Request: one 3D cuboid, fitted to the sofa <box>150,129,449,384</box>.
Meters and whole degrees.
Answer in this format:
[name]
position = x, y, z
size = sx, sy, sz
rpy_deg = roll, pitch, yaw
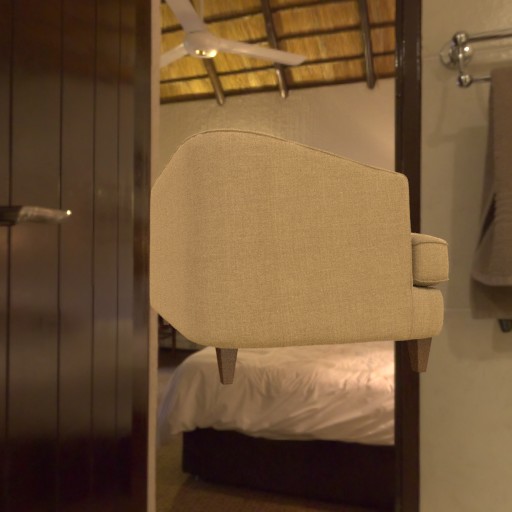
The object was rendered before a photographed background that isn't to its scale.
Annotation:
[sofa]
position = 0.000, 0.000, 2.250
size = 0.941, 0.855, 1.733
rpy_deg = 0, -1, -19
